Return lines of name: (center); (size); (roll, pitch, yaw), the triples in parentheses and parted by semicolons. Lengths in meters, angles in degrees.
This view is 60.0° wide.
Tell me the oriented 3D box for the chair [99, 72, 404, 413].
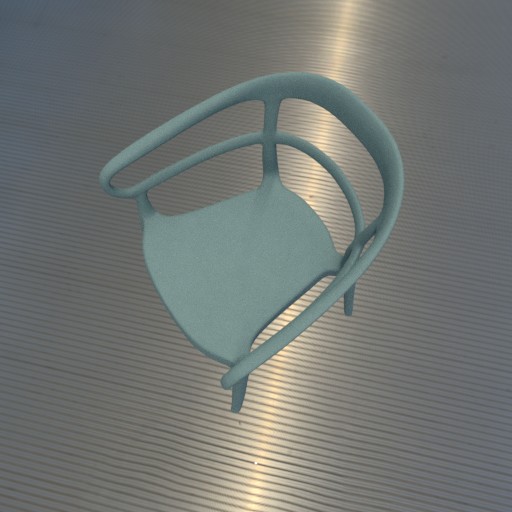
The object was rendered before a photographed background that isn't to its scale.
chair: (0.000, 0.000, 1.148); (0.527, 0.761, 0.559); (-31, 69, -13)
